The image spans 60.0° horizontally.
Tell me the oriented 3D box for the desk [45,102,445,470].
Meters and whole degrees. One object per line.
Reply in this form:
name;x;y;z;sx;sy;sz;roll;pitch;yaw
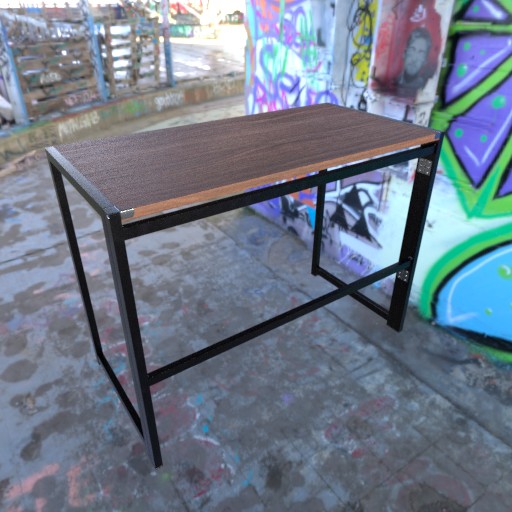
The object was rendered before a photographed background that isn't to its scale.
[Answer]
desk;0.000;0.000;1.436;1.016;0.762;0.508;-19;36;-29
